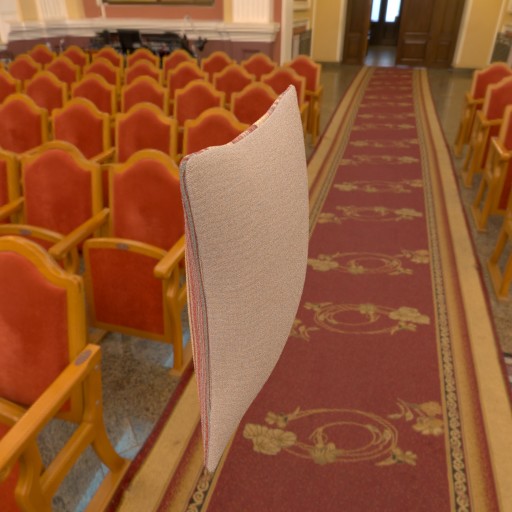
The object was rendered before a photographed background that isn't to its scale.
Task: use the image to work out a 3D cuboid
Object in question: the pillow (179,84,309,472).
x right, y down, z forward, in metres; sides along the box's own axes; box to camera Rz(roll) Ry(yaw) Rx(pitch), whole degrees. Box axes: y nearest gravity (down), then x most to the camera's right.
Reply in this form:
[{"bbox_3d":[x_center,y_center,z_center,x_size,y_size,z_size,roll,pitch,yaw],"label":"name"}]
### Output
[{"bbox_3d":[0.000,0.000,0.652,0.136,0.419,0.437,8,31,14],"label":"pillow"}]
